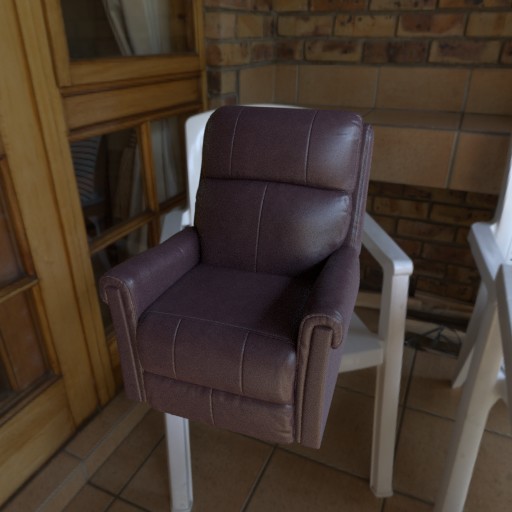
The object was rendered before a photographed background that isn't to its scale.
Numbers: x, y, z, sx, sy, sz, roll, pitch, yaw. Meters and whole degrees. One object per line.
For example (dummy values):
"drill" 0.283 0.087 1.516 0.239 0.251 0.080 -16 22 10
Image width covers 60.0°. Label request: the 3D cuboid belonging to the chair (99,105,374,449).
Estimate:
"chair" 0.000 0.000 1.789 0.838 1.054 1.014 8 28 16
